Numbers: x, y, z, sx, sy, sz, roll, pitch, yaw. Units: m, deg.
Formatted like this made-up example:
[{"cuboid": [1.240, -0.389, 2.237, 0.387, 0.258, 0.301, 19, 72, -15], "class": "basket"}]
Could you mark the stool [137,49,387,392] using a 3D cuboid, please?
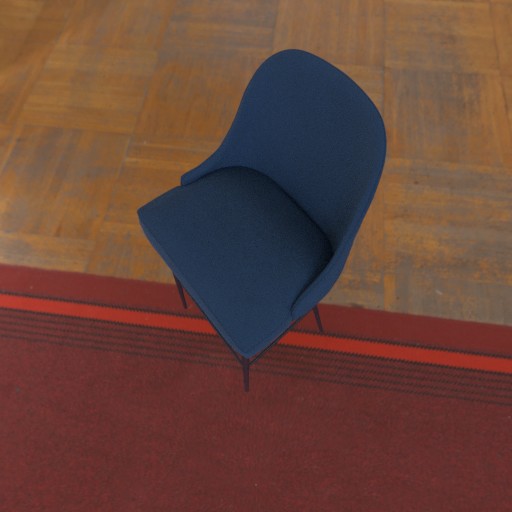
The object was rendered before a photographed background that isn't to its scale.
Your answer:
[{"cuboid": [0.000, 0.000, 1.344, 0.489, 1.079, 0.527, -34, 68, -16], "class": "stool"}]
